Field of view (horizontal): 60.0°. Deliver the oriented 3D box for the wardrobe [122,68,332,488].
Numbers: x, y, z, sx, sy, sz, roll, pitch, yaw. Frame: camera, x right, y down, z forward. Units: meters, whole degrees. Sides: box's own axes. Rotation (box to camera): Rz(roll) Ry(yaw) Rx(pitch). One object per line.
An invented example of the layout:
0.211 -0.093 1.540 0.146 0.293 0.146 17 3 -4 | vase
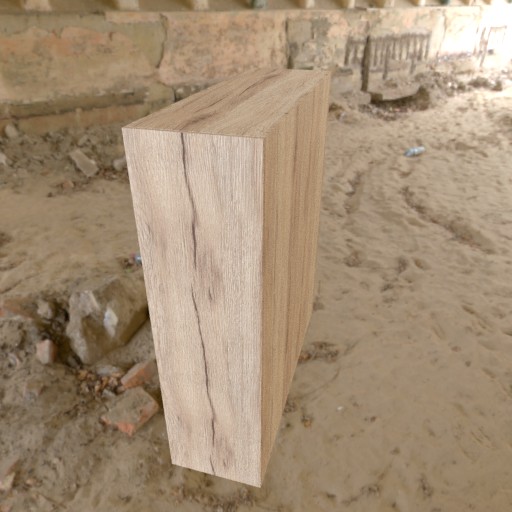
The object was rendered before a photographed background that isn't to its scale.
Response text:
0.000 0.000 2.923 0.580 2.070 1.810 8 31 14 | wardrobe
